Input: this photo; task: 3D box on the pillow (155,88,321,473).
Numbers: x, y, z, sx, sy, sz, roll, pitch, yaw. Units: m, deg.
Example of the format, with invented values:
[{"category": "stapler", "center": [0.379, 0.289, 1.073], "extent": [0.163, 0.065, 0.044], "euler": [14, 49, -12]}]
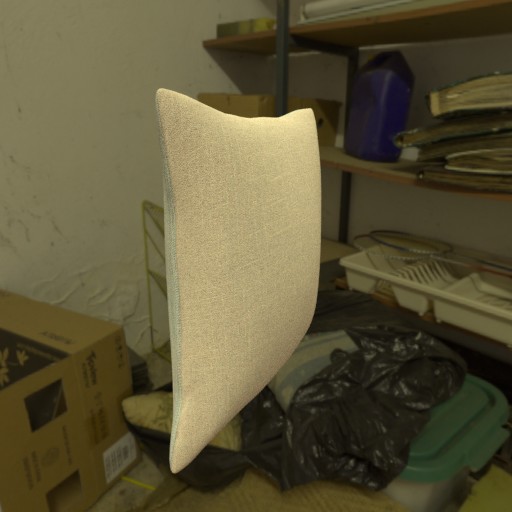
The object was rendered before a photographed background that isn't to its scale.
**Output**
[{"category": "pillow", "center": [0.000, 0.000, 0.767], "extent": [0.178, 0.506, 0.512], "euler": [8, 17, 25]}]
